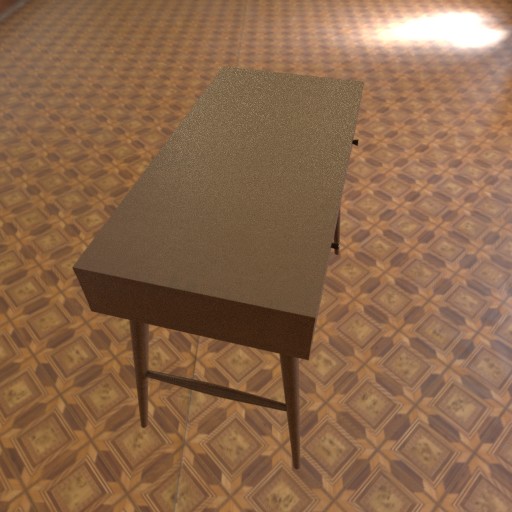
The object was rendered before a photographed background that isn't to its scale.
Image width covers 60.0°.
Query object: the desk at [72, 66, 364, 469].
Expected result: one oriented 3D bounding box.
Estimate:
[{"bbox_3d":[0.000,0.000,1.396,0.510,0.758,0.949,11,47,10],"label":"desk"}]
